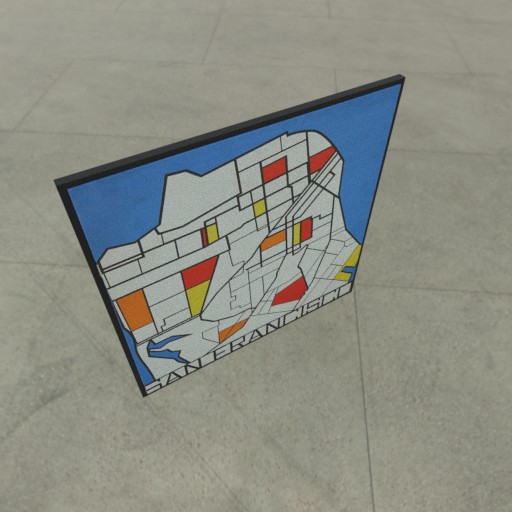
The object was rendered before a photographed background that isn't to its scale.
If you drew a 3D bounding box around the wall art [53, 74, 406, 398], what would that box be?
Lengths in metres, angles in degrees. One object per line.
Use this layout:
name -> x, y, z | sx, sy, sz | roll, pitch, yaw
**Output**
wall art -> 0.000, 0.000, 0.681 | 0.458, 0.457, 0.013 | -23, 51, -20
